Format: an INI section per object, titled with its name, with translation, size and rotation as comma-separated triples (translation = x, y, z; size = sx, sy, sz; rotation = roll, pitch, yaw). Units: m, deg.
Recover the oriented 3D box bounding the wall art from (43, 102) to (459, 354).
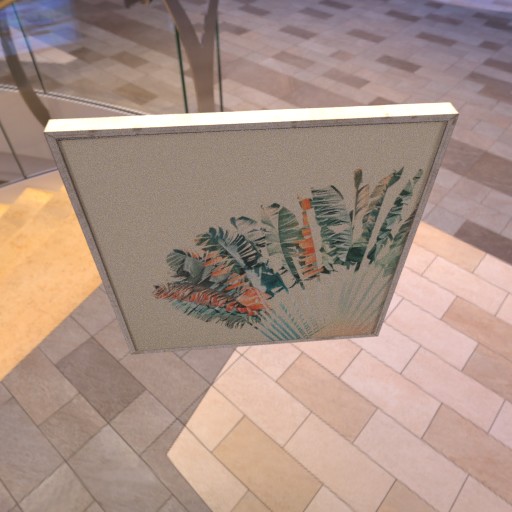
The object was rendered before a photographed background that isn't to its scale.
[wall art]
translation = 0.000, 0.000, 0.734
size = 0.508, 0.506, 0.029
rotation = -4, 47, -3
